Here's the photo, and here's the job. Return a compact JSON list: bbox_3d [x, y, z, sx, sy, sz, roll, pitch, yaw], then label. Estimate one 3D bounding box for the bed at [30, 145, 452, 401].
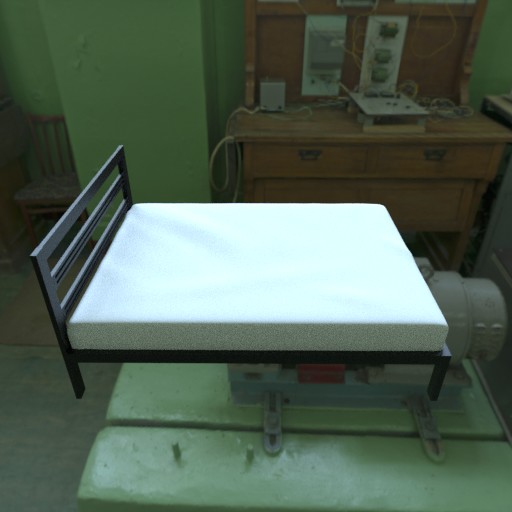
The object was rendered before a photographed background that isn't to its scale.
[{"bbox_3d":[0.000,0.000,2.900,2.062,0.967,1.524,0,33,0],"label":"bed"}]
